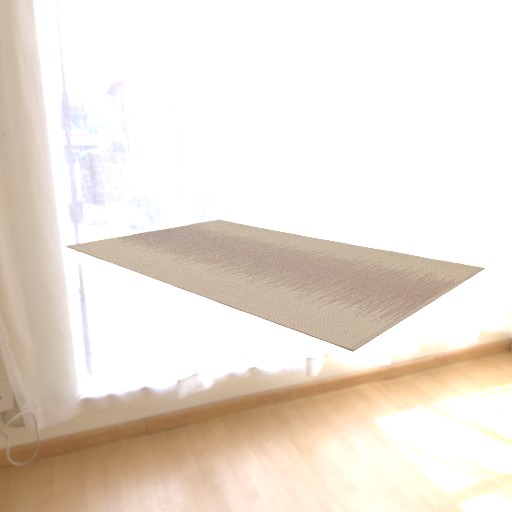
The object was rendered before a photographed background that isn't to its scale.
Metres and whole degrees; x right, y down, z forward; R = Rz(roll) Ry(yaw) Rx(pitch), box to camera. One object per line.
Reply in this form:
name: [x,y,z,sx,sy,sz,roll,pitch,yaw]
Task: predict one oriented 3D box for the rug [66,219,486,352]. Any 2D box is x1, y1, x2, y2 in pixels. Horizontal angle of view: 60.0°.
rug: [0.000,0.000,2.988,2.440,0.012,1.522,14,20,42]
